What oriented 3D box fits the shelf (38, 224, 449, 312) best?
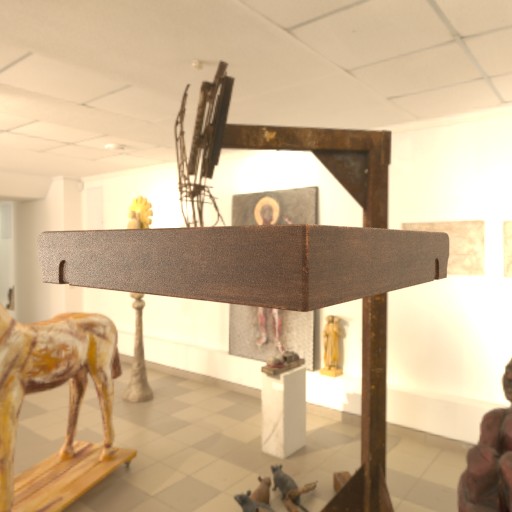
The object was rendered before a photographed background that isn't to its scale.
[{"bbox_3d":[0.000,0.000,0.465,0.310,0.050,0.310,1,2,38],"label":"shelf"}]
